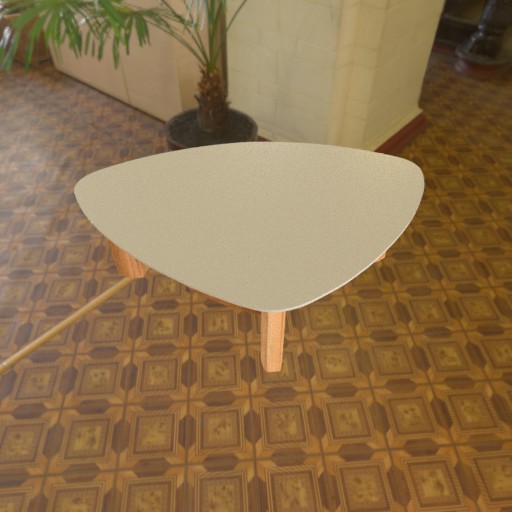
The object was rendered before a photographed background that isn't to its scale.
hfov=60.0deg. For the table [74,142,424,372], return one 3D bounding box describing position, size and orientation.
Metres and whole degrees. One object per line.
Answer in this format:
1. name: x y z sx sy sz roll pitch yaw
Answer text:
1. table: 0.000 0.000 1.626 1.250 0.440 0.850 -3 45 -3
